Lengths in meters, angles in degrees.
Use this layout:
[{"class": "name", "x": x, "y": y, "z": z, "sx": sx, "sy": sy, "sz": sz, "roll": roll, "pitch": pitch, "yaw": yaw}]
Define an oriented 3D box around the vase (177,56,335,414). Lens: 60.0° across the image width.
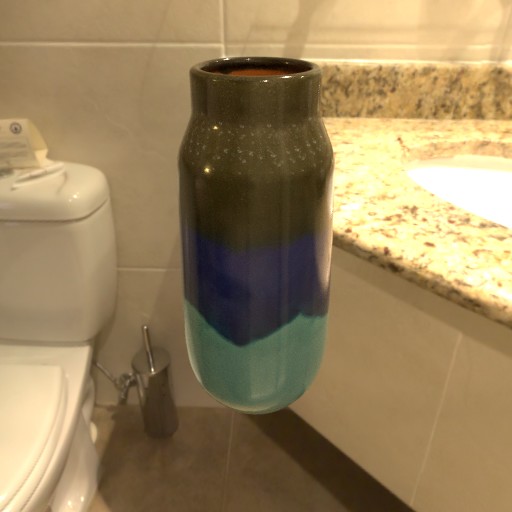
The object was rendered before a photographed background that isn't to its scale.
[{"class": "vase", "x": 0.000, "y": 0.000, "z": 0.391, "sx": 0.139, "sy": 0.313, "sz": 0.139, "roll": 0, "pitch": 32, "yaw": 0}]
